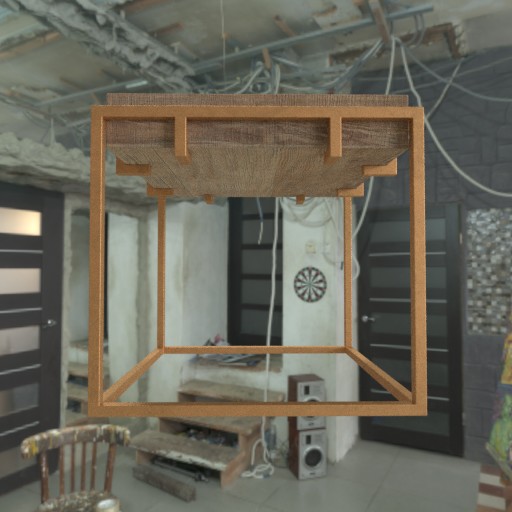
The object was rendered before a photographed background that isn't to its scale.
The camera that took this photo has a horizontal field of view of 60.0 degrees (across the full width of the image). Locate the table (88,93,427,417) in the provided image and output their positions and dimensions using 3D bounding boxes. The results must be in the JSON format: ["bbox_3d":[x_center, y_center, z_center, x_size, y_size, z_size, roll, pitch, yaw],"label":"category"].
[{"bbox_3d":[0.000,0.000,1.090,0.599,0.584,0.599,0,-2,-1],"label":"table"}]
